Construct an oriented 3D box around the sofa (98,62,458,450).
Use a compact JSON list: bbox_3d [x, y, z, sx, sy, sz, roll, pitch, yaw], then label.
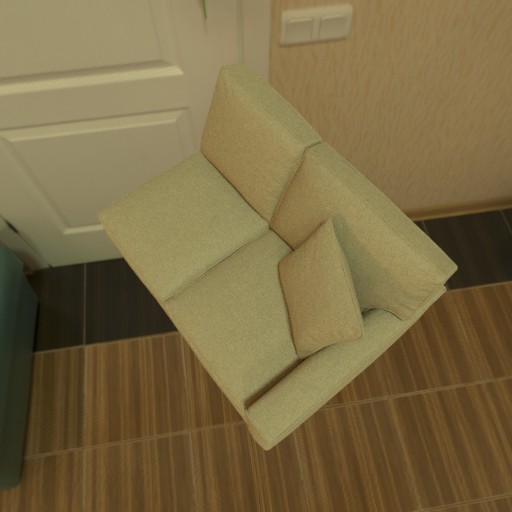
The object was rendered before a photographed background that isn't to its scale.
[{"bbox_3d":[0.000,0.000,2.102,0.991,0.989,1.388,-35,68,-16],"label":"sofa"}]
